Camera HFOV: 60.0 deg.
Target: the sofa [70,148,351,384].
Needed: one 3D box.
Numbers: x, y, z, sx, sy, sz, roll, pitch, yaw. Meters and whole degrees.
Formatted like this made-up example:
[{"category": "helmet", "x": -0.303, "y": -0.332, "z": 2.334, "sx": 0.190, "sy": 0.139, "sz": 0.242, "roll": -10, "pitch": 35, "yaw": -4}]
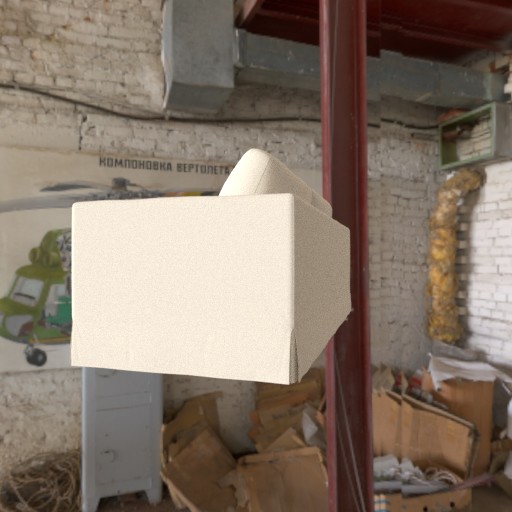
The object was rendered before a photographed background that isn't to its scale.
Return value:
[{"category": "sofa", "x": 0.000, "y": 0.000, "z": 2.682, "sx": 0.954, "sy": 0.881, "sz": 2.163, "roll": 0, "pitch": 0, "yaw": 17}]
